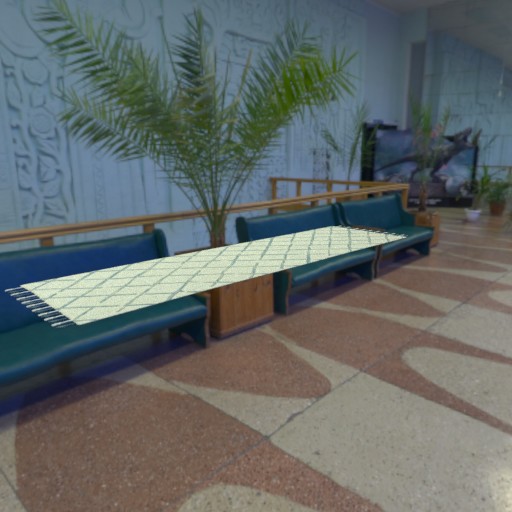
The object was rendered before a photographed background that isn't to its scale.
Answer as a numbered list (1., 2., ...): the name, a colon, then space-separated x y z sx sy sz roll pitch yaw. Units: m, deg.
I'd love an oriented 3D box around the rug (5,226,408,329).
1. rug: 0.000 0.000 2.452 2.372 0.008 0.620 -13 18 -43
